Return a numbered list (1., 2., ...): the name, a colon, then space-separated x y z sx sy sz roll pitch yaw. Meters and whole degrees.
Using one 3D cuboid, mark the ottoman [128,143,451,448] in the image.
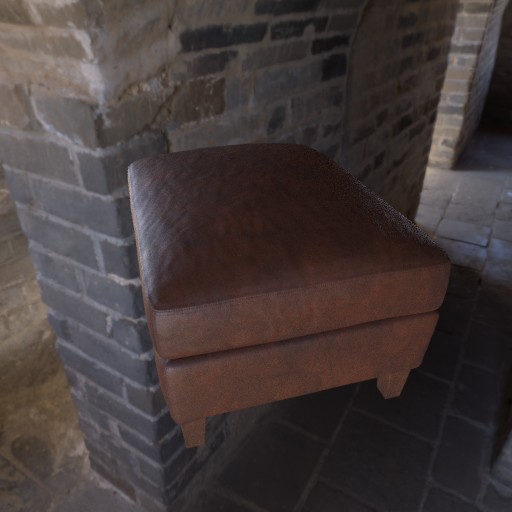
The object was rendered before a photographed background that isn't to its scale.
1. ottoman: 0.000 0.000 1.293 0.659 0.527 0.887 -9 32 -14
